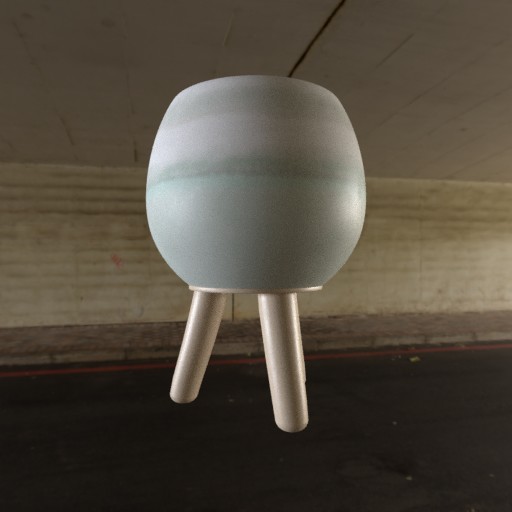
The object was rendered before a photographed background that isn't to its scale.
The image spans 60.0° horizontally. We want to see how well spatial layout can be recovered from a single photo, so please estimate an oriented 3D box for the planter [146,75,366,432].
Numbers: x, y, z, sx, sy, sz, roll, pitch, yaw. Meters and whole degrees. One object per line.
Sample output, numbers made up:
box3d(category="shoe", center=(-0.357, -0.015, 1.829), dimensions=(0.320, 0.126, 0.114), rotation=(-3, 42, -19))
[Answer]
box3d(category="planter", center=(0.000, 0.000, 0.335), dimensions=(0.161, 0.224, 0.161), rotation=(0, 0, 0))
